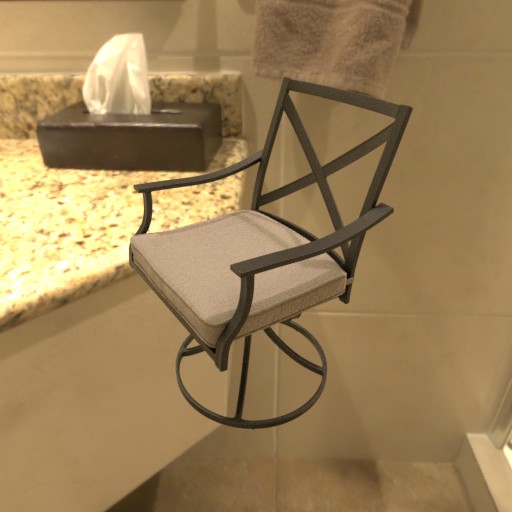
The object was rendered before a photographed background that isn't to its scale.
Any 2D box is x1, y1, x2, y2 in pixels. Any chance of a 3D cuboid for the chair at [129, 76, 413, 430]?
[{"bbox_3d":[0.000,0.000,1.328,0.620,0.889,0.575,-20,37,-29],"label":"chair"}]
